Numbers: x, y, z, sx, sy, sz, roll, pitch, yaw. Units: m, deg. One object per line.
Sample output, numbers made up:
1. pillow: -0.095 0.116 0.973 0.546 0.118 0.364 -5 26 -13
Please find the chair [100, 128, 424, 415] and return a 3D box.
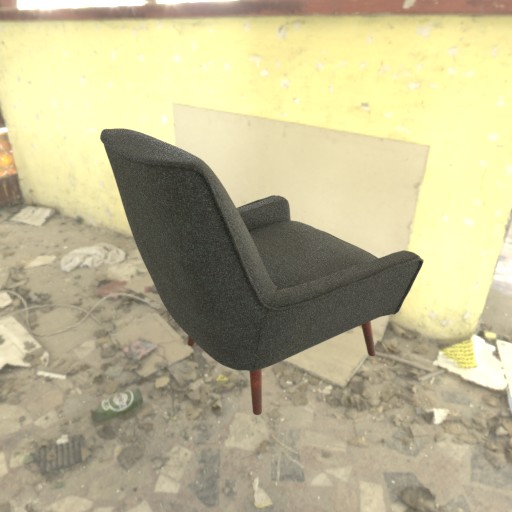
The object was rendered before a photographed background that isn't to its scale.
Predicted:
1. chair: 0.000 0.000 1.515 0.859 0.883 0.763 -19 33 -32
